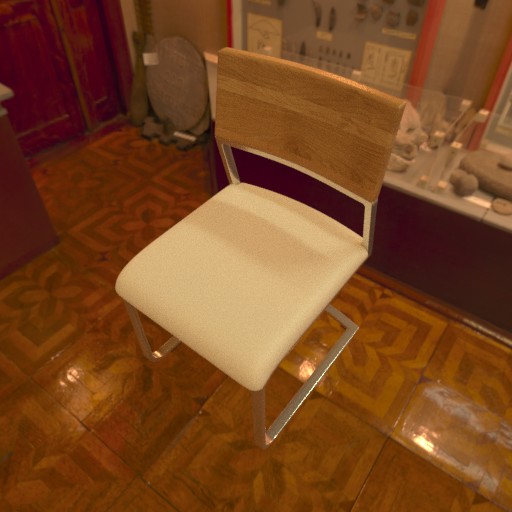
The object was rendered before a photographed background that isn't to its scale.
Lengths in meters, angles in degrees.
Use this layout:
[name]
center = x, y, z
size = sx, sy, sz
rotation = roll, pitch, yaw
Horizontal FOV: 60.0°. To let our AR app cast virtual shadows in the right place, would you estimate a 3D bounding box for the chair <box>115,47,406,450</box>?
[chair]
center = 0.000, 0.000, 1.150
size = 0.467, 0.844, 0.585
rotation = 29, 51, 26
